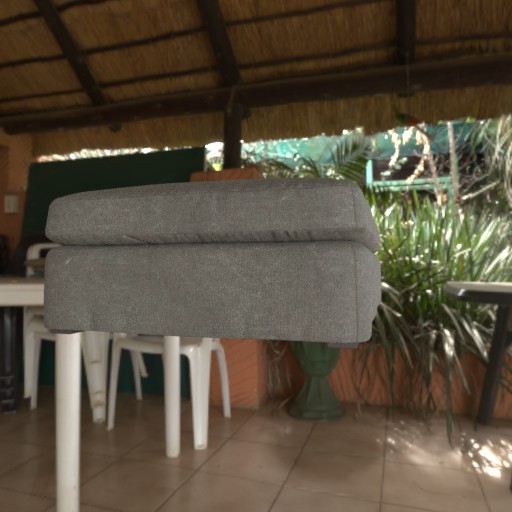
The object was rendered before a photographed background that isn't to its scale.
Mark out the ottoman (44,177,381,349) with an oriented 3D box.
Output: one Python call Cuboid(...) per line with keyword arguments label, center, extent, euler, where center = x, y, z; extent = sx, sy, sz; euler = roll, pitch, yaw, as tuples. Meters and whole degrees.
Cuboid(label="ottoman", center=(0.000, 0.000, 1.587), extent=(0.840, 0.429, 1.199), euler=(0, -2, 17))
